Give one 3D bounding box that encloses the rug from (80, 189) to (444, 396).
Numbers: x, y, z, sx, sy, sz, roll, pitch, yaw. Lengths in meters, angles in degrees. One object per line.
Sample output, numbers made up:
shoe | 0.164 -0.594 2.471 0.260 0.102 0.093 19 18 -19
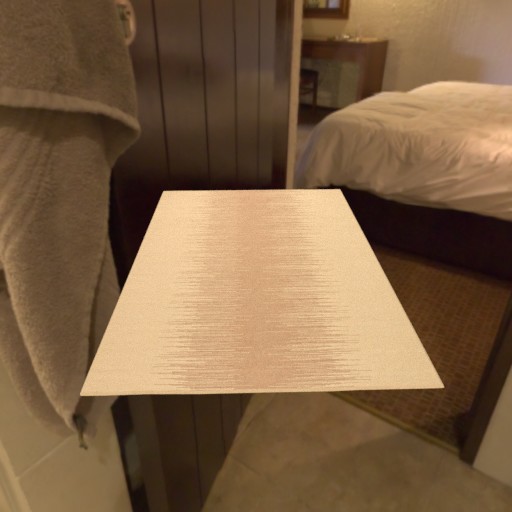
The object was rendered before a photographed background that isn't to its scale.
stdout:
rug | 0.000 0.000 2.294 1.234 0.006 1.850 -1 30 -1
